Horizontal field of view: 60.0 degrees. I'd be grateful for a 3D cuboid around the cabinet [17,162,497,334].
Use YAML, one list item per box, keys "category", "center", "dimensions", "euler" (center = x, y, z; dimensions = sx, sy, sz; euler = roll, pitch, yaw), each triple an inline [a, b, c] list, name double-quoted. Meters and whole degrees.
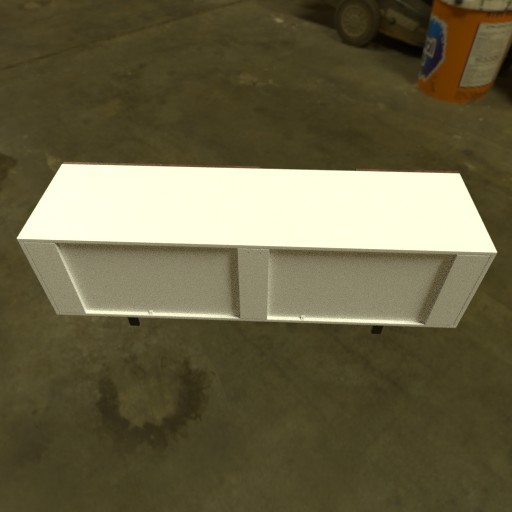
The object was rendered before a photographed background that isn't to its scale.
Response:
- category: "cabinet"
  center: [0.000, 0.000, 1.721]
  dimensions: [1.499, 0.533, 0.431]
  euler: [2, 46, 2]
